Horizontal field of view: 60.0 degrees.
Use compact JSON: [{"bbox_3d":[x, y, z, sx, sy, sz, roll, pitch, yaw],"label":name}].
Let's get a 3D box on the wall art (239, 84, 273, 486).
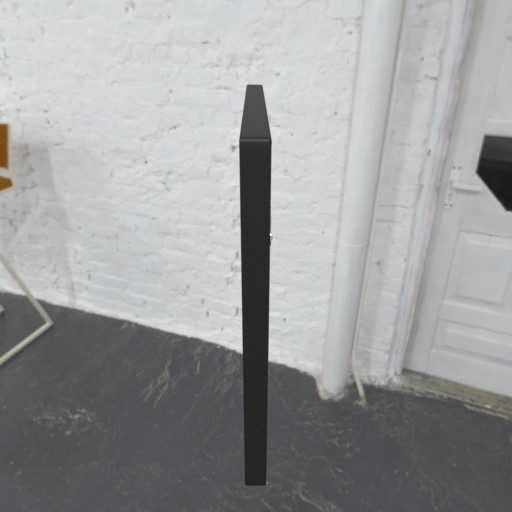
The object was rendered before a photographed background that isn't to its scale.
[{"bbox_3d":[0.000,0.000,0.921,0.043,0.611,0.610,0,27,0],"label":"wall art"}]
